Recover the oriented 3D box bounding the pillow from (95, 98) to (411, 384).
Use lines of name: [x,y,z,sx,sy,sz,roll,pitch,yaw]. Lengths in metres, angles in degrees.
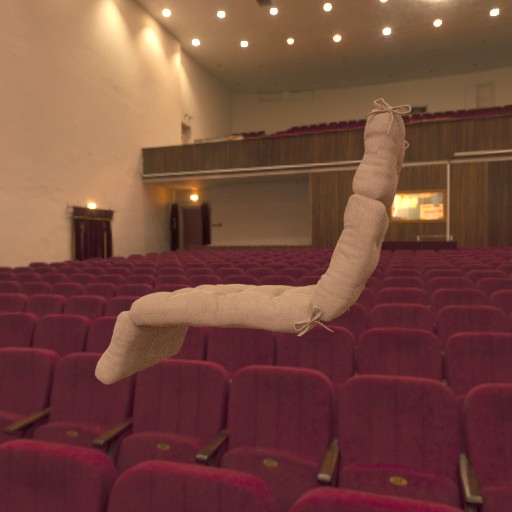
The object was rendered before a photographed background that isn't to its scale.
pillow: [0.000,0.000,1.550,1.016,0.863,0.526,0,1,19]
